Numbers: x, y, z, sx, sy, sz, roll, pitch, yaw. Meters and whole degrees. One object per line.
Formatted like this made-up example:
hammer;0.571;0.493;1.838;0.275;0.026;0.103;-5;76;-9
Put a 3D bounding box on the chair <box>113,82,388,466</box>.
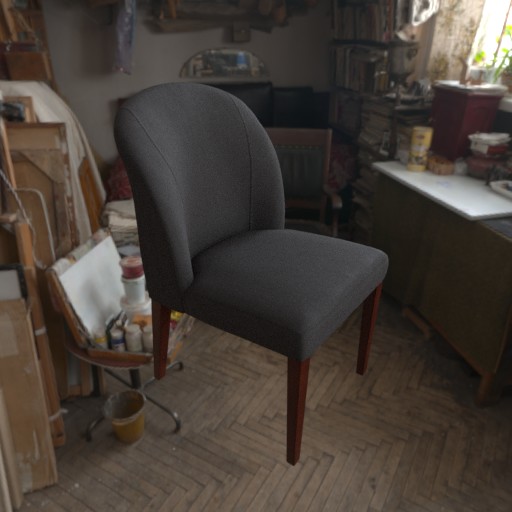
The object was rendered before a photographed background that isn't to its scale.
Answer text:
chair;0.000;0.000;1.258;0.619;0.879;0.506;19;34;32
